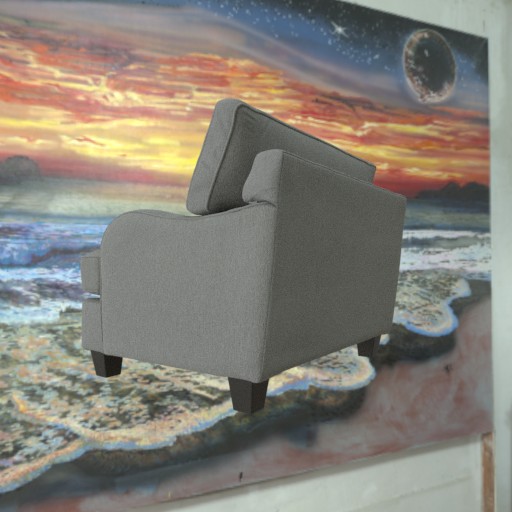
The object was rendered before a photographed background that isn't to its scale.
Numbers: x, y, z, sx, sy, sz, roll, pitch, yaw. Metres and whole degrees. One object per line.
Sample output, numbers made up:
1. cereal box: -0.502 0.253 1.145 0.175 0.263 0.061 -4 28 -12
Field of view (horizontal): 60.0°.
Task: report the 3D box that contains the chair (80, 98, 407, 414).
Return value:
1. chair: 0.000 0.000 2.062 1.041 1.016 1.220 0 -1 36
